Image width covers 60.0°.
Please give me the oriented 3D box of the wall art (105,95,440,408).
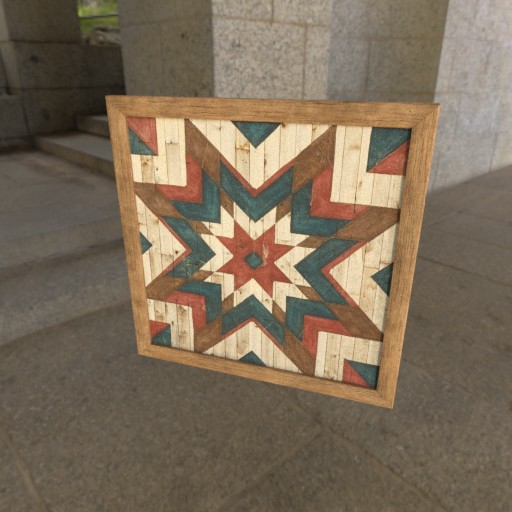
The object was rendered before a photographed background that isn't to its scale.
[{"bbox_3d":[0.000,0.000,1.032,0.695,0.691,0.029,7,25,17],"label":"wall art"}]
